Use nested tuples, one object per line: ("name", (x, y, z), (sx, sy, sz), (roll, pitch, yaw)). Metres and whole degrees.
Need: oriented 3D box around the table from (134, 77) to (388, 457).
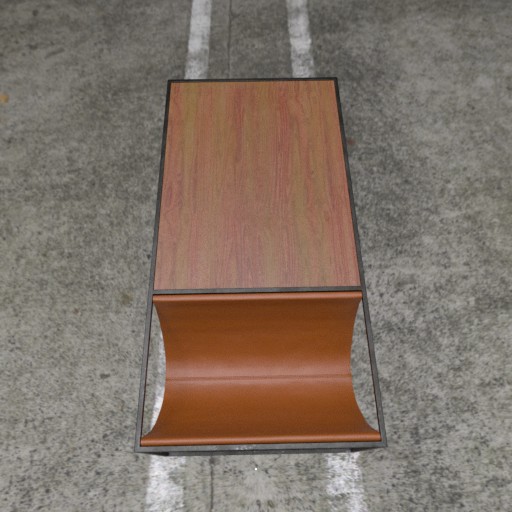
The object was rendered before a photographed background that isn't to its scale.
("table", (0.000, 0.000, 1.478), (0.597, 0.403, 1.199), (-1, 64, 0))
